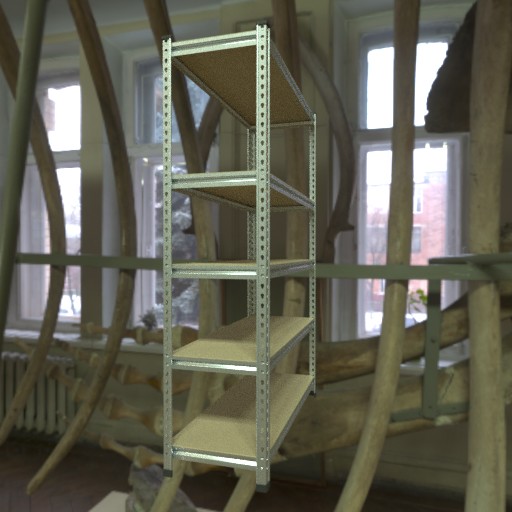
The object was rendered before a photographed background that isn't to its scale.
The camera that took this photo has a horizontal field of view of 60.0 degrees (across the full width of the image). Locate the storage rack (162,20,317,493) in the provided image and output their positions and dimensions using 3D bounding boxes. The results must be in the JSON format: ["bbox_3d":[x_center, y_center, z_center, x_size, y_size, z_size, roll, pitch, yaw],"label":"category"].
[{"bbox_3d":[0.000,0.000,2.360,0.457,1.829,1.219,0,1,17],"label":"storage rack"}]
